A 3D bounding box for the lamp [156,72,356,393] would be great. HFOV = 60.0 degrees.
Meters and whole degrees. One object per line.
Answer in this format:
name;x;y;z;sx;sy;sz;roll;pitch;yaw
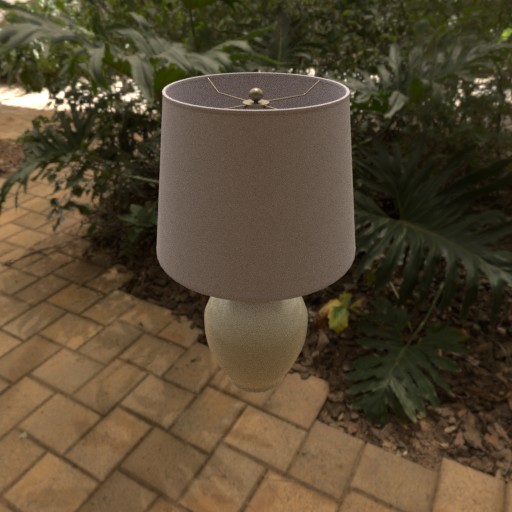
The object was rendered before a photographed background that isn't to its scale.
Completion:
lamp;0.000;0.000;0.554;0.239;0.399;0.239;0;32;0
